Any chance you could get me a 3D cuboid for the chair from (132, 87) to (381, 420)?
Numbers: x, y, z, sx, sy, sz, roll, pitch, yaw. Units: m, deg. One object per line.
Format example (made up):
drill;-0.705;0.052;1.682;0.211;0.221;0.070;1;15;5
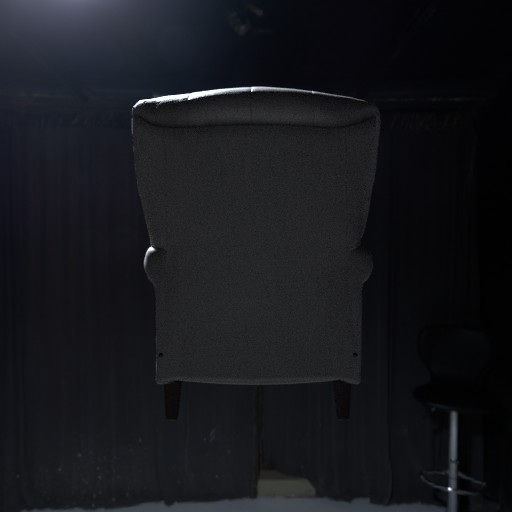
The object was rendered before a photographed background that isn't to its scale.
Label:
chair;0.000;0.000;1.952;0.942;1.209;1.025;0;1;0
